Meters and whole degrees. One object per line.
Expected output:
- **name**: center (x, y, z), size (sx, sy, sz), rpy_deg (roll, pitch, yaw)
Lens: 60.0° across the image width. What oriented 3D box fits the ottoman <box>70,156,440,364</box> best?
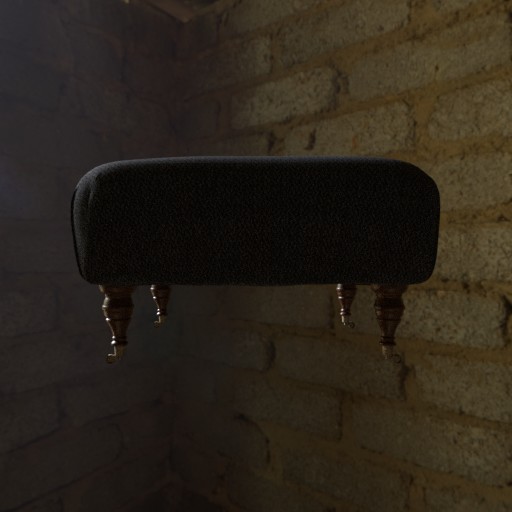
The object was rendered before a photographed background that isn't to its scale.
- **ottoman**: center (0.000, 0.000, 1.141), size (0.747, 0.450, 0.622), rpy_deg (0, 1, 0)
